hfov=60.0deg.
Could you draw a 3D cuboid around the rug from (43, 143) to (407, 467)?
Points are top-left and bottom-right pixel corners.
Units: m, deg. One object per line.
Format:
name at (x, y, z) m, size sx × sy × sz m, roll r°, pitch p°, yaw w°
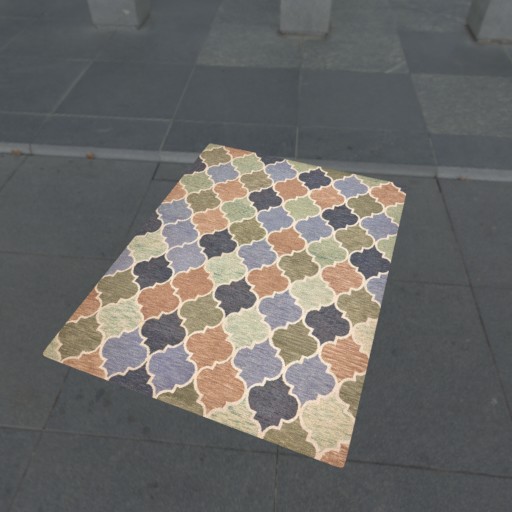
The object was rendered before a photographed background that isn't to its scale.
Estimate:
rug at (0.000, 0.000, 4.243) m, size 2.439 × 0.013 × 3.200 m, roll 15°, pitch 49°, yaw 14°
